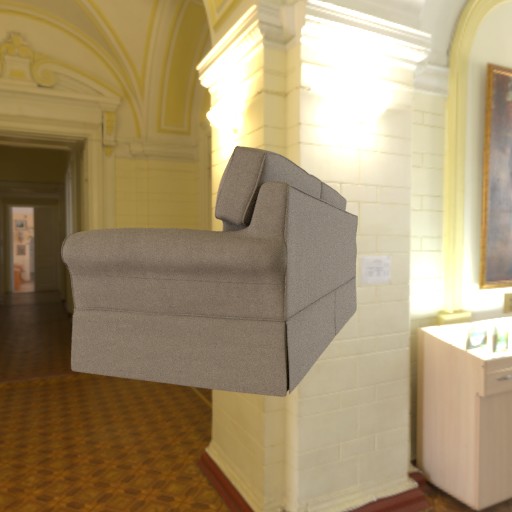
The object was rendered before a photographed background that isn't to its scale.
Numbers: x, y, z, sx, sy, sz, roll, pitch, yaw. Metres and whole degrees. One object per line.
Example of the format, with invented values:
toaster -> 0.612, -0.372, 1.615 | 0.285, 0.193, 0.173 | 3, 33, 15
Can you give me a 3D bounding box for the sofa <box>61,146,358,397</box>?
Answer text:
sofa -> 0.000, 0.000, 2.713 | 0.991, 0.943, 2.248 | 1, 2, 19
